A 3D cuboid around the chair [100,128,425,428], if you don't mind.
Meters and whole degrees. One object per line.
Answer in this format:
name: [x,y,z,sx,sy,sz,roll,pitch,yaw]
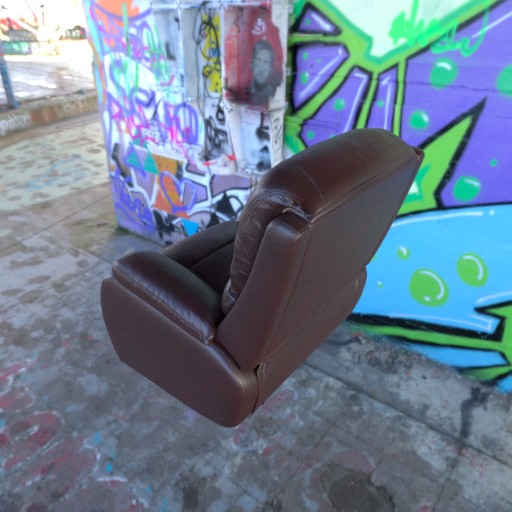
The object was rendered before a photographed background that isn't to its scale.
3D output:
chair: [0.000,0.000,1.737,0.899,1.011,0.930,21,35,32]
